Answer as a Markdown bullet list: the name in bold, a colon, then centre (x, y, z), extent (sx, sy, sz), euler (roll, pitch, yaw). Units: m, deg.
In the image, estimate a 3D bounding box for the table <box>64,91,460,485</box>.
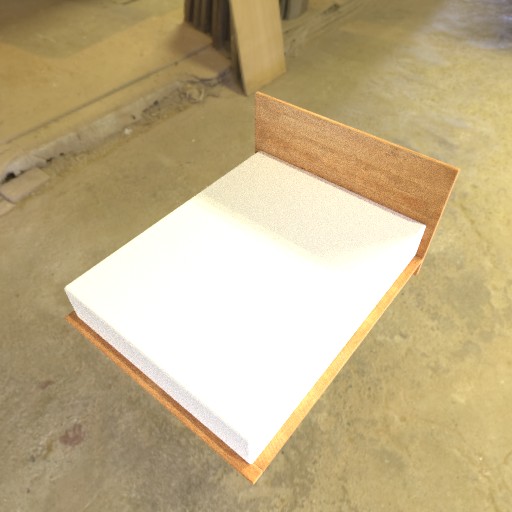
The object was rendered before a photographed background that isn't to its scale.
- **table**: centre (0.000, 0.000, 3.077), extent (1.707, 1.041, 2.149), euler (31, 54, 26)
